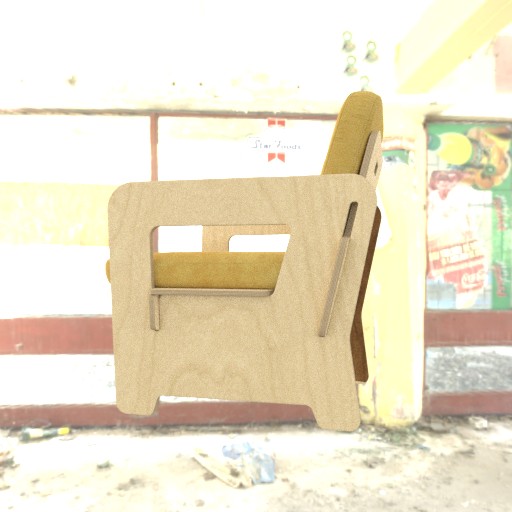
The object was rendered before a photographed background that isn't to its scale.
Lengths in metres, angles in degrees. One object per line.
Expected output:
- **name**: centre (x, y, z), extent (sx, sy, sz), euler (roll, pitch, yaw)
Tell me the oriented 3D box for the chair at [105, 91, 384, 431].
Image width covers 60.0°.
- **chair**: centre (0.000, 0.000, 1.287), extent (0.710, 0.800, 0.590), euler (0, 0, 17)
